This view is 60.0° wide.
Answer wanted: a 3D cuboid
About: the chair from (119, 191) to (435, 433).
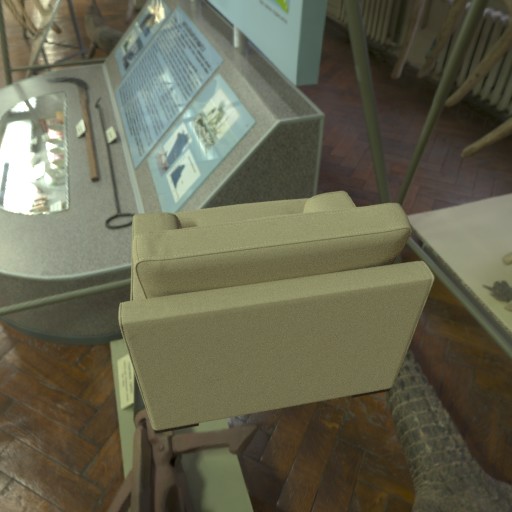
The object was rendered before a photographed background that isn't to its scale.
[{"bbox_3d":[0.000,0.000,2.168,1.293,1.005,1.274,-13,43,-14],"label":"chair"}]
